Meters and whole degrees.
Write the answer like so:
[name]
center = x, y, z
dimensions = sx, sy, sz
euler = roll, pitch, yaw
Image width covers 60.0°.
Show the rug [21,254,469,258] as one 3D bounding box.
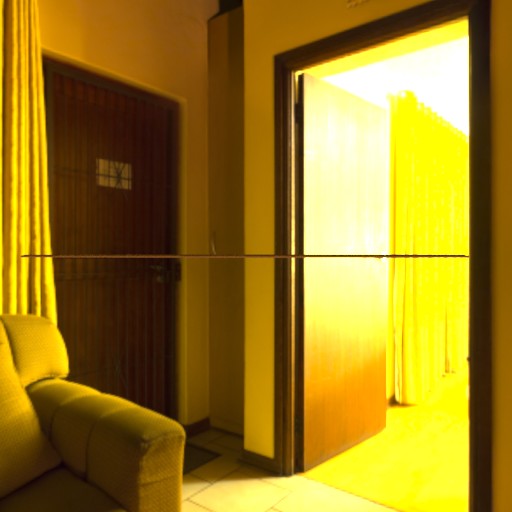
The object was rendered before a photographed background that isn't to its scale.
[rug]
center = 0.000, 0.000, 2.274
dimensions = 1.824, 0.012, 1.206
euler = 0, 0, 18
